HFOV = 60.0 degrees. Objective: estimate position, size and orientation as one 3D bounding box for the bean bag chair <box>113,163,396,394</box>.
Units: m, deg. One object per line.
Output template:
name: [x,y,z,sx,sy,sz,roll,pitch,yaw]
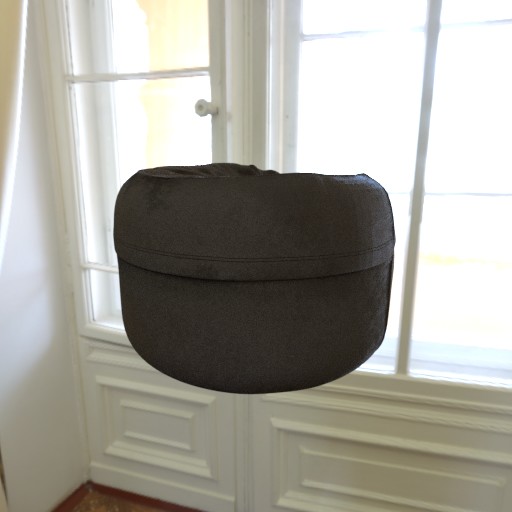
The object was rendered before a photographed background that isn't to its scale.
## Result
bean bag chair: [0.000,0.000,1.505,0.918,0.605,0.918,0,14,0]
